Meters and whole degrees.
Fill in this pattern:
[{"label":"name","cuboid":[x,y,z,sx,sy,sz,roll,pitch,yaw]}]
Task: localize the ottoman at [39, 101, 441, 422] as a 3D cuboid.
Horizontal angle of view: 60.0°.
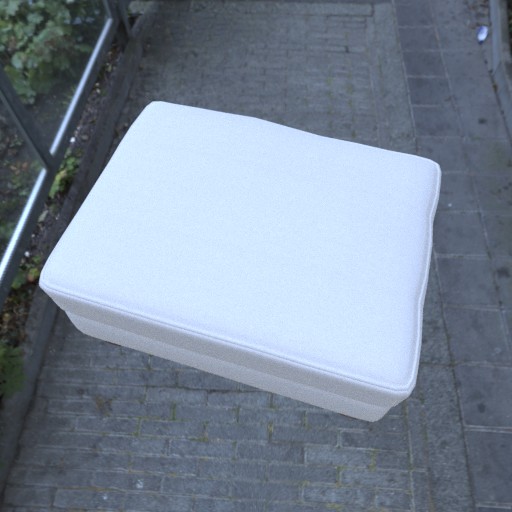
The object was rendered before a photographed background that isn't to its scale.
[{"label":"ottoman","cuboid":[0.000,0.000,1.188,0.818,0.479,0.634,15,60,9]}]
